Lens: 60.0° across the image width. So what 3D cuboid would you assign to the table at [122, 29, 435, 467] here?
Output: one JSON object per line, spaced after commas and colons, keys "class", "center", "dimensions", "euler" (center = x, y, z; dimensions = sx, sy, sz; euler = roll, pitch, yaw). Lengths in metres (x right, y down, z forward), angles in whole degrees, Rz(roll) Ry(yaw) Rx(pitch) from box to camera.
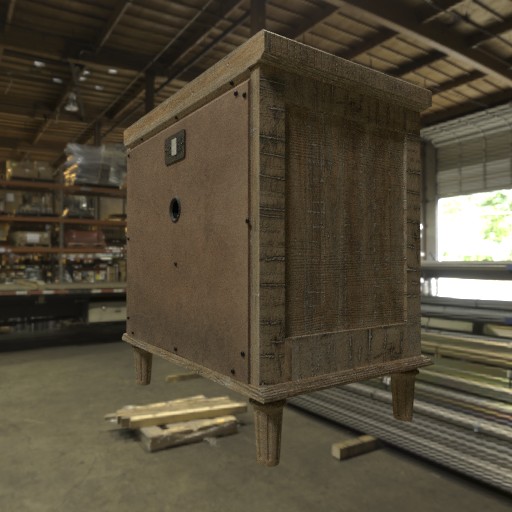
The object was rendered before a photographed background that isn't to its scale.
{"class": "table", "center": [0.000, 0.000, 1.105], "dimensions": [0.457, 0.711, 0.686], "euler": [0, -1, -35]}
